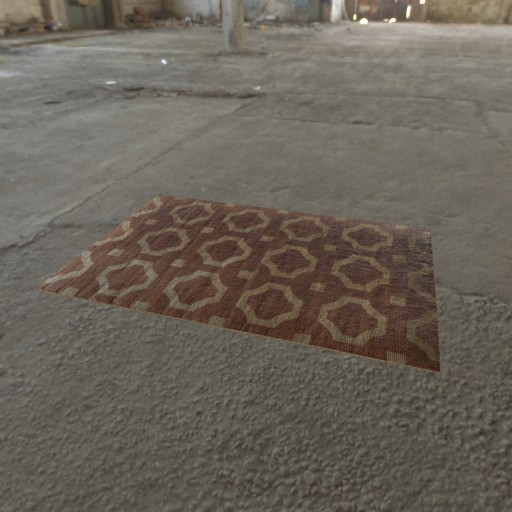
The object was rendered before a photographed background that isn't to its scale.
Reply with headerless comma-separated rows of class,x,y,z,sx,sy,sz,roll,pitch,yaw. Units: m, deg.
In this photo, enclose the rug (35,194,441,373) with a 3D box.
rug,0.000,0.000,2.993,2.286,0.016,1.555,9,31,15
